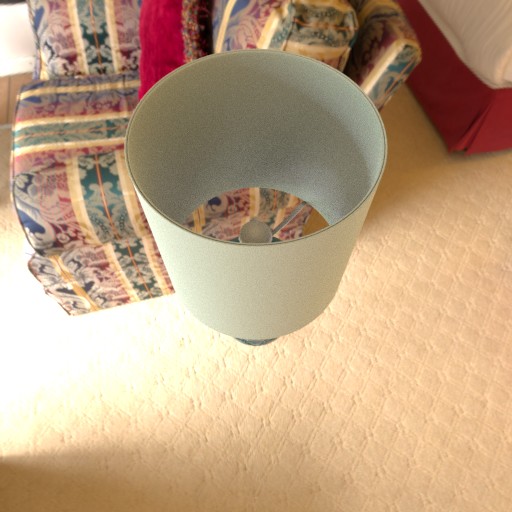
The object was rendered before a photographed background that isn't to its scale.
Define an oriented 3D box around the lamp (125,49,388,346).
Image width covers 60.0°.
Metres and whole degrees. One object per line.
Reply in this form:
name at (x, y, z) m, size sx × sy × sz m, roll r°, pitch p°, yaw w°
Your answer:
lamp at (0.000, 0.000, 0.493) m, size 0.193 × 0.377 × 0.193 m, roll 35°, pitch 67°, yaw 17°
